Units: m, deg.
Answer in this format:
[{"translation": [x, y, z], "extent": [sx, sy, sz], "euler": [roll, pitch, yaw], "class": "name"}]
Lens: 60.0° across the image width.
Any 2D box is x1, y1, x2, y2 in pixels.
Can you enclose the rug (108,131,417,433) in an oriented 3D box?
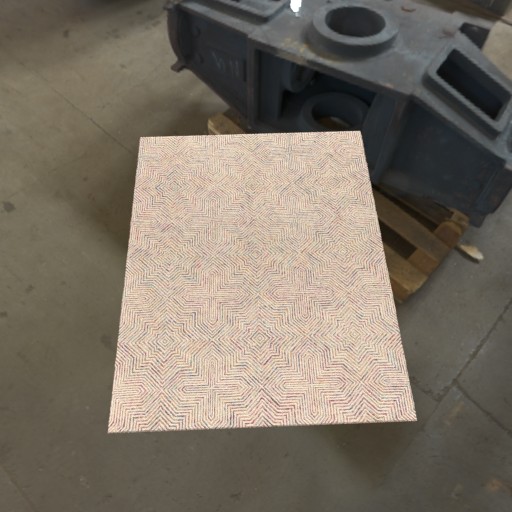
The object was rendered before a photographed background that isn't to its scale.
[{"translation": [0.000, 0.000, 4.198], "extent": [2.442, 0.008, 3.046], "euler": [-2, 62, -1], "class": "rug"}]
